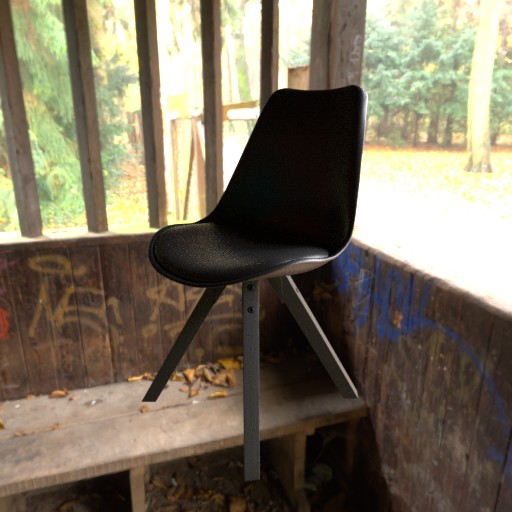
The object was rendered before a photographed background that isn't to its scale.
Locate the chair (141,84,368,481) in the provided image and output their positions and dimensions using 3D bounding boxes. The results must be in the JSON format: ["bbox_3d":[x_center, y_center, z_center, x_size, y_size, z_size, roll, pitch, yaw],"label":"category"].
[{"bbox_3d":[0.000,0.000,1.161,0.485,0.850,0.530,16,24,41],"label":"chair"}]
